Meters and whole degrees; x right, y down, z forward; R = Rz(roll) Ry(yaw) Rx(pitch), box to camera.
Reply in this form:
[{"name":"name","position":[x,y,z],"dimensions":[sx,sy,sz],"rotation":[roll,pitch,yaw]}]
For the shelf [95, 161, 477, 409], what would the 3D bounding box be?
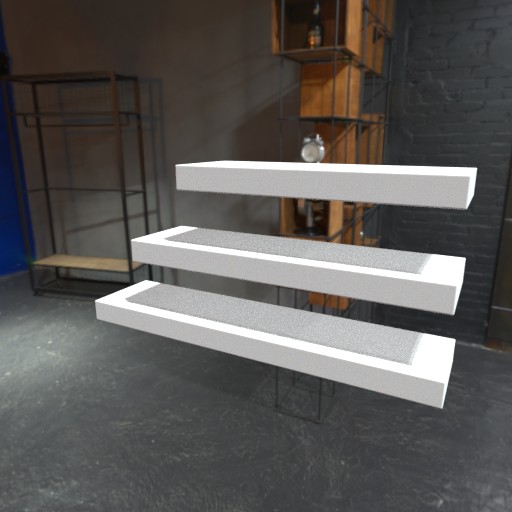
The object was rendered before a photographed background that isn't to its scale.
[{"name":"shelf","position":[0.000,0.000,0.722],"dimensions":[0.610,0.293,0.140],"rotation":[8,17,27]}]
